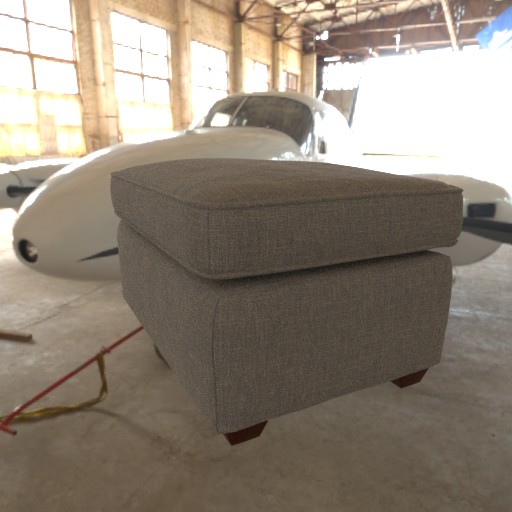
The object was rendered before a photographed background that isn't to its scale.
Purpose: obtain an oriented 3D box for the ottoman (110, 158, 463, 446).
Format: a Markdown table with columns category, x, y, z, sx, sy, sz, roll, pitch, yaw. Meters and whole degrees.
| category | x | y | z | sx | sy | sz | roll | pitch | yaw |
| --- | --- | --- | --- | --- | --- | --- | --- | --- | --- |
| ottoman | 0.000 | 0.000 | 1.084 | 0.559 | 0.457 | 0.762 | -8 | 17 | -27 |
